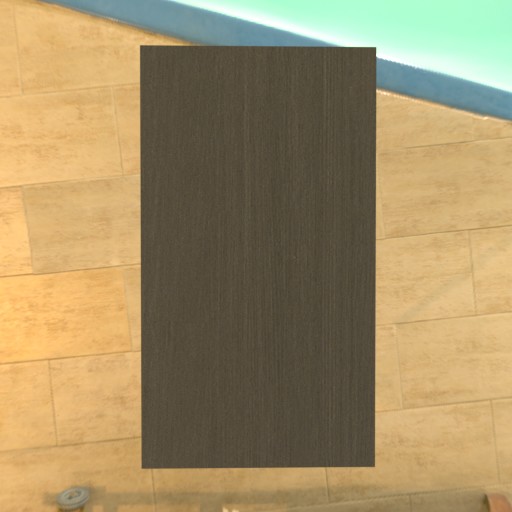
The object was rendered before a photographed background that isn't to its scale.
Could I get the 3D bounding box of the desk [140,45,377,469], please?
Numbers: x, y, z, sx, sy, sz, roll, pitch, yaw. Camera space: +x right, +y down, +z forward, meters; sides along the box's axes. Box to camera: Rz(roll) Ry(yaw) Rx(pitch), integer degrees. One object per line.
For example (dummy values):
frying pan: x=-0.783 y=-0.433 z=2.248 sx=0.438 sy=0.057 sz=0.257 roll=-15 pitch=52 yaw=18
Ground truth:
desk: x=0.000 y=0.000 z=1.299 sx=0.498 sy=0.724 sz=0.893 roll=0 pitch=91 yaw=-1
